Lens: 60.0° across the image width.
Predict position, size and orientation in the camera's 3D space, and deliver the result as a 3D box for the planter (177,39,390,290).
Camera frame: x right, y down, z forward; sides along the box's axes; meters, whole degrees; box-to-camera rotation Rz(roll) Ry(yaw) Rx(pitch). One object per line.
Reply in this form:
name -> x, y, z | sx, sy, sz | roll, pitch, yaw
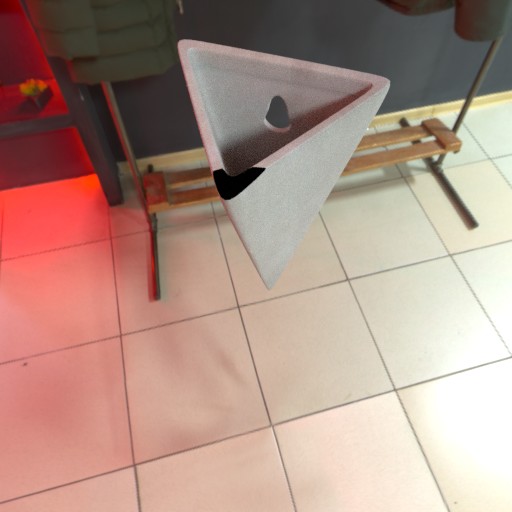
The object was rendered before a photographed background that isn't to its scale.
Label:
planter -> 0.000, 0.000, 0.160 | 0.058, 0.130, 0.047 | 15, 59, 9
